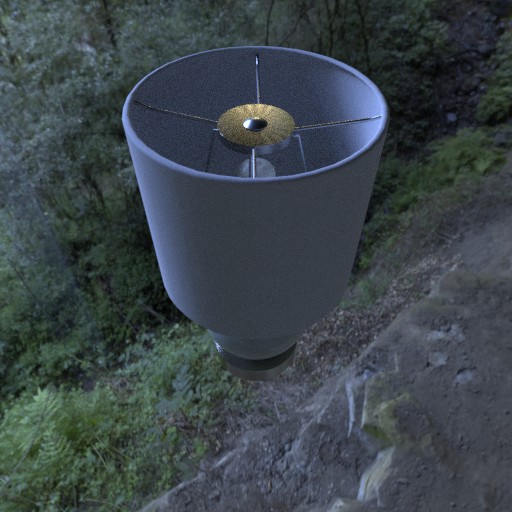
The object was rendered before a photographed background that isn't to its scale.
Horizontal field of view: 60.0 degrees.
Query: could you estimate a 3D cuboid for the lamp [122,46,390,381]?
[{"bbox_3d":[0.000,0.000,0.468,0.201,0.353,0.201,-18,50,-16],"label":"lamp"}]
